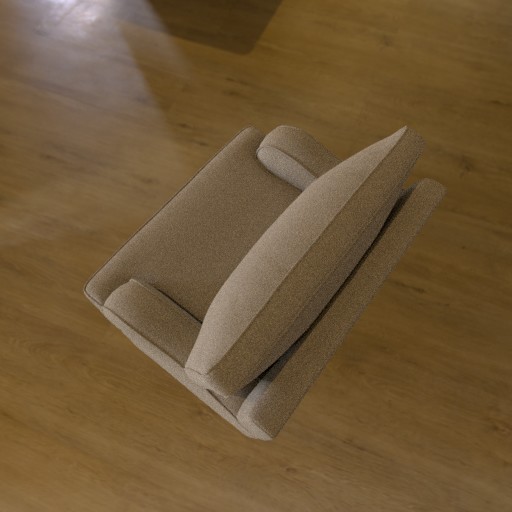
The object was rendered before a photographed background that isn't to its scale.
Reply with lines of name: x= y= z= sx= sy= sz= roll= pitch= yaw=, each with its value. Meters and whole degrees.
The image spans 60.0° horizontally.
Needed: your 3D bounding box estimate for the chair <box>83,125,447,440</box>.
chair: x=0.000 y=0.000 z=1.976 sx=1.040 sy=1.016 sz=1.220 roll=35 pitch=69 yaw=16
